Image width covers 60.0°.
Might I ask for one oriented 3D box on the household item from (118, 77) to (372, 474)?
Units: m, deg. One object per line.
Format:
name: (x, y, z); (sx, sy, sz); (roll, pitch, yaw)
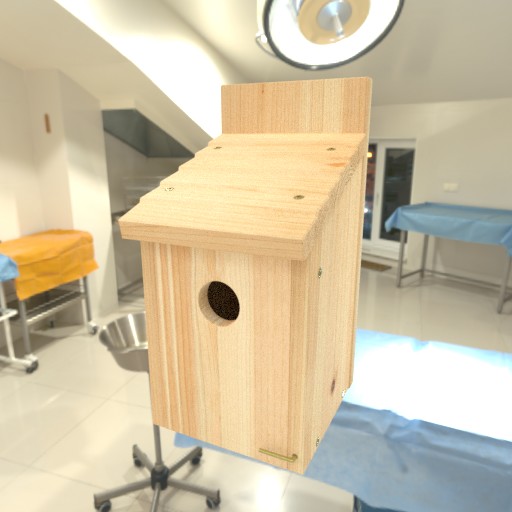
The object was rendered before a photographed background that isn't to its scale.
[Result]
household item: (0.000, 0.000, 0.387); (0.149, 0.300, 0.171); (7, 17, 25)
